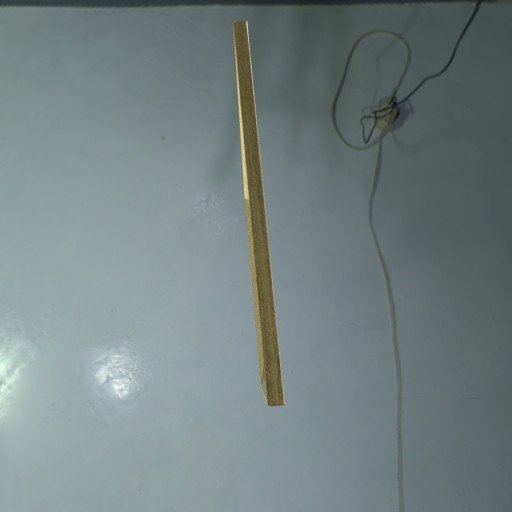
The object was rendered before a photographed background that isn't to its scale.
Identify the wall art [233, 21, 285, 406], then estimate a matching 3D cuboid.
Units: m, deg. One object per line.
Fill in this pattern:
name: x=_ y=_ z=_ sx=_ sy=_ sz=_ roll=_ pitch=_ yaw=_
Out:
wall art: x=0.000 y=0.000 z=1.351 sx=0.030 sy=1.002 sz=0.798 roll=-5 pitch=75 yaw=-1
